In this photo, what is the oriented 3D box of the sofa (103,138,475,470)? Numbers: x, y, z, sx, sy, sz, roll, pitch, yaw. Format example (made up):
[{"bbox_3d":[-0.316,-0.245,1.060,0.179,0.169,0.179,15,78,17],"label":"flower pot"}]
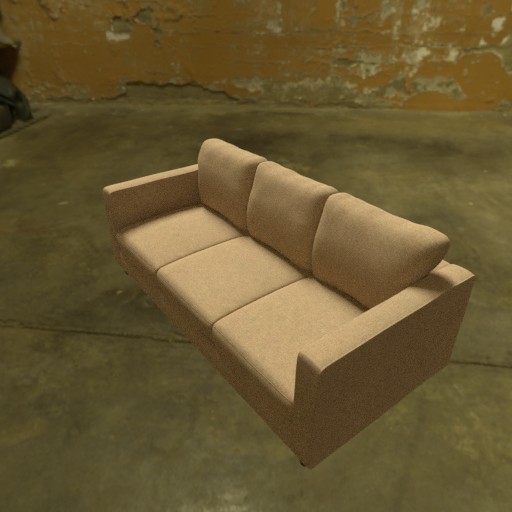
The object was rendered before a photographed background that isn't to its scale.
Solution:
[{"bbox_3d":[0.000,0.000,2.342,0.930,0.800,1.855,-22,38,-31],"label":"sofa"}]
